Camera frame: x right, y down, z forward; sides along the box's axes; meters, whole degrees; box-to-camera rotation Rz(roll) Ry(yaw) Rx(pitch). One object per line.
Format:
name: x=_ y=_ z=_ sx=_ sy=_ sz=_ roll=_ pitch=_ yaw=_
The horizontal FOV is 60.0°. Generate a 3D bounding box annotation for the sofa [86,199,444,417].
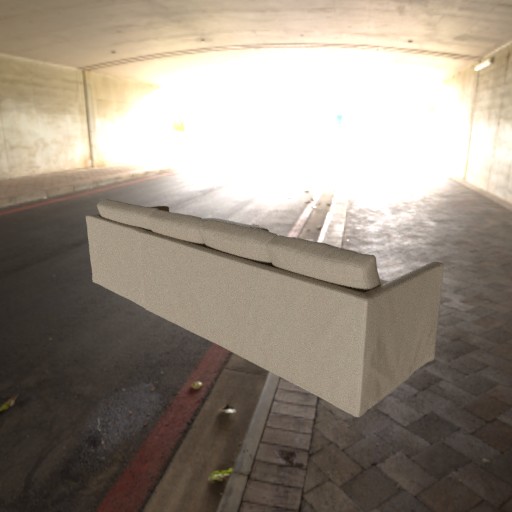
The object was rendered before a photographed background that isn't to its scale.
sofa: x=0.000 y=0.000 z=3.899 sx=3.206 sy=0.871 sz=1.622 roll=15 pitch=22 yaw=43
